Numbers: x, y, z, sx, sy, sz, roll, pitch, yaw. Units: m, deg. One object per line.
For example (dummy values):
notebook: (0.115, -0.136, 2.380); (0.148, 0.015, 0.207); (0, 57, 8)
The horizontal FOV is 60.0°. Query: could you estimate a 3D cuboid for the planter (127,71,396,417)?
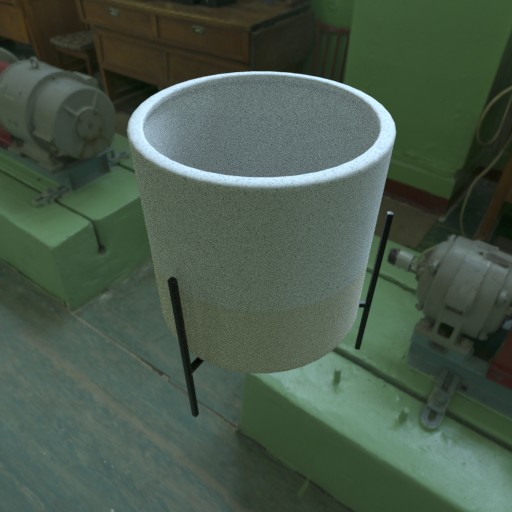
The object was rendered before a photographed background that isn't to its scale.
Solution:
planter: (0.000, 0.000, 0.651); (0.313, 0.423, 0.335); (24, 47, 25)
